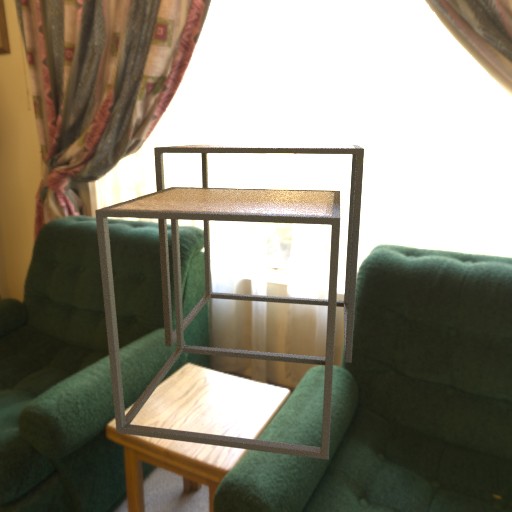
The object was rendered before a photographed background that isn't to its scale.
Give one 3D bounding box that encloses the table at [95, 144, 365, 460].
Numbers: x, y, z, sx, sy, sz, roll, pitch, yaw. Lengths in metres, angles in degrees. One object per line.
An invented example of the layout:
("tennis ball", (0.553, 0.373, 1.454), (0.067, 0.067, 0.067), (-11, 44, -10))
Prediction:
("table", (0.000, 0.000, 1.137), (0.508, 0.540, 0.788), (3, 15, 10))
